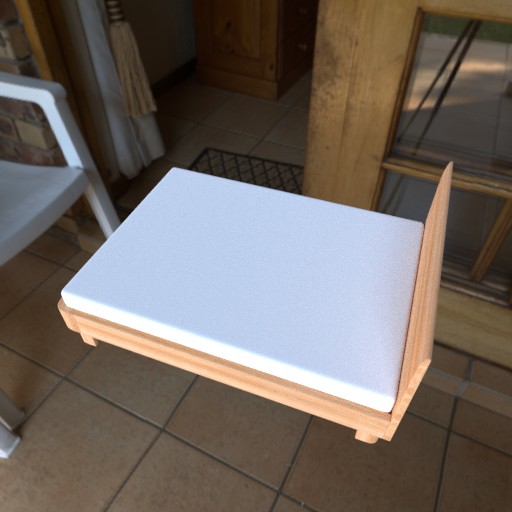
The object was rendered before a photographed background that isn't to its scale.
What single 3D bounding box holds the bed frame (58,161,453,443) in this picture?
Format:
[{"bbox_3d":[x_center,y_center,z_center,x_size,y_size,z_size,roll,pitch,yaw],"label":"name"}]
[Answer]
[{"bbox_3d":[0.000,0.000,2.764,1.992,0.940,1.472,15,47,14],"label":"bed frame"}]
